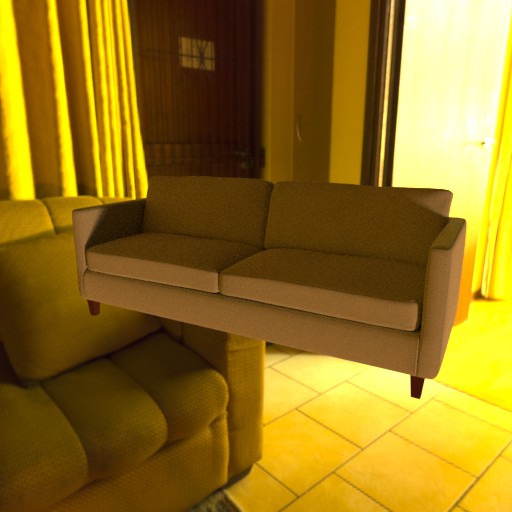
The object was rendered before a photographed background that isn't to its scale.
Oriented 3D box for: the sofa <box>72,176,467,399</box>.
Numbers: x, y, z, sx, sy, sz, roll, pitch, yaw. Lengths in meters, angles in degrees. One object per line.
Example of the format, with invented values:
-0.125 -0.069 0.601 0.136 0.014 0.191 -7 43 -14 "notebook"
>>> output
0.000 0.000 2.922 2.434 0.965 0.948 8 16 28 "sofa"
